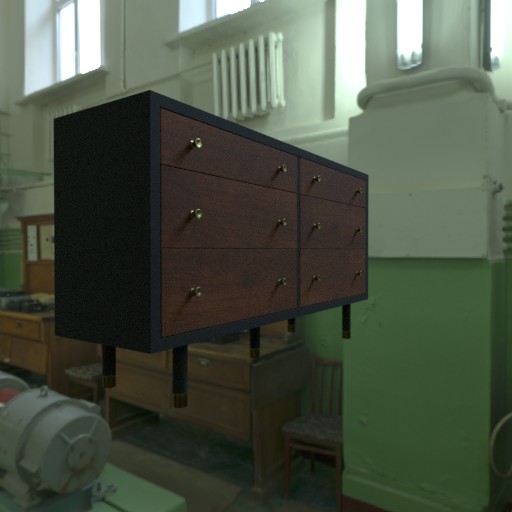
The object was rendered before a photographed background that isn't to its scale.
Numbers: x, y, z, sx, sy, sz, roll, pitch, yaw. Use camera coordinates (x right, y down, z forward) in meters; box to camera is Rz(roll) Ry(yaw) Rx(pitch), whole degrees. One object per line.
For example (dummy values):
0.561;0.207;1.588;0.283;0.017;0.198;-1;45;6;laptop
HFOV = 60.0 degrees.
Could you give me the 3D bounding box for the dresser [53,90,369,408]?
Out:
0.000;0.000;1.900;0.463;0.872;1.558;1;1;35;dresser
